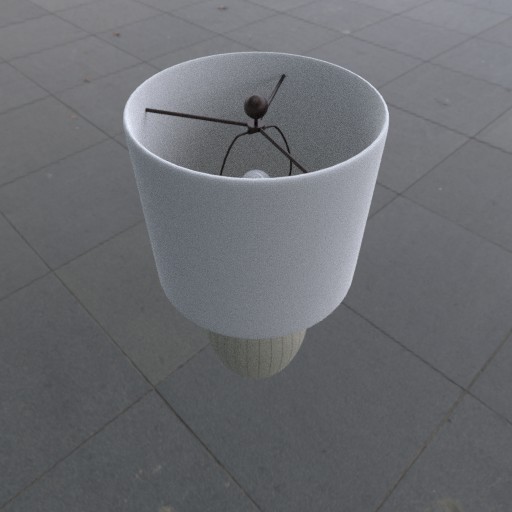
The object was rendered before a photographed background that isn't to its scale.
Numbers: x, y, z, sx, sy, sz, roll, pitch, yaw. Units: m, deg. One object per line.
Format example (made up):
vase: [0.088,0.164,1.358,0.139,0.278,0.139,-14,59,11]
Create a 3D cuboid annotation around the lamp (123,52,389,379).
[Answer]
lamp: [0.000,0.000,0.751,0.329,0.570,0.329,-22,50,-20]
